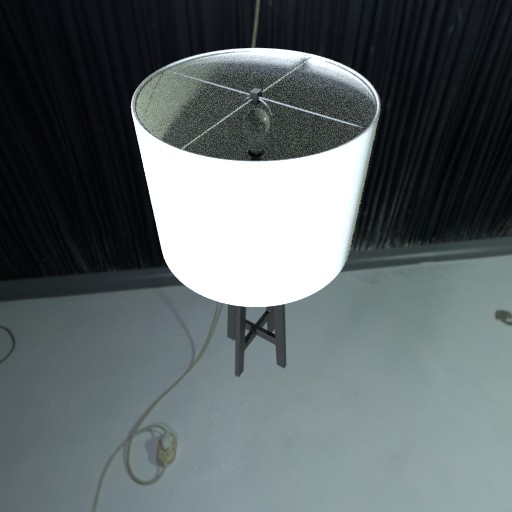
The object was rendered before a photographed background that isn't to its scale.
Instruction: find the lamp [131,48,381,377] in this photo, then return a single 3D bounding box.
[{"bbox_3d":[0.000,0.000,0.636,0.257,0.489,0.257,-9,46,-9],"label":"lamp"}]
